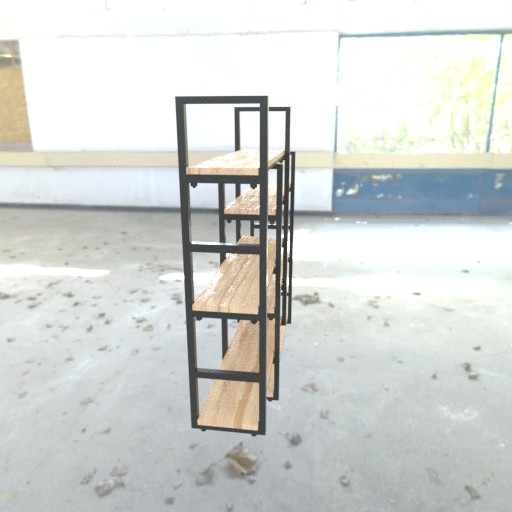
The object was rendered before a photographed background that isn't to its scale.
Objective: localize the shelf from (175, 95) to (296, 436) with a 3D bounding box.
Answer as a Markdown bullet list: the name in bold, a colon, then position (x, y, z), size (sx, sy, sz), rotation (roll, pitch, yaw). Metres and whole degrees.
- **shelf**: position (0.000, 0.000, 1.429), size (0.183, 0.921, 0.946), rotation (2, 17, 8)
